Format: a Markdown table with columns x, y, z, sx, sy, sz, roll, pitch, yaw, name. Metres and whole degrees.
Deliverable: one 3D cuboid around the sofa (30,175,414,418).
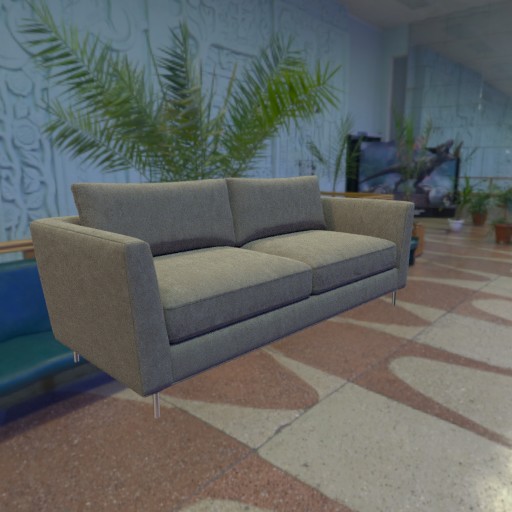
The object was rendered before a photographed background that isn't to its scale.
| x | y | z | sx | sy | sz | roll | pitch | yaw | name |
| --- | --- | --- | --- | --- | --- | --- | --- | --- | --- |
| 0.000 | 0.000 | 2.519 | 0.889 | 0.864 | 2.121 | 11 | 16 | 43 | sofa |
